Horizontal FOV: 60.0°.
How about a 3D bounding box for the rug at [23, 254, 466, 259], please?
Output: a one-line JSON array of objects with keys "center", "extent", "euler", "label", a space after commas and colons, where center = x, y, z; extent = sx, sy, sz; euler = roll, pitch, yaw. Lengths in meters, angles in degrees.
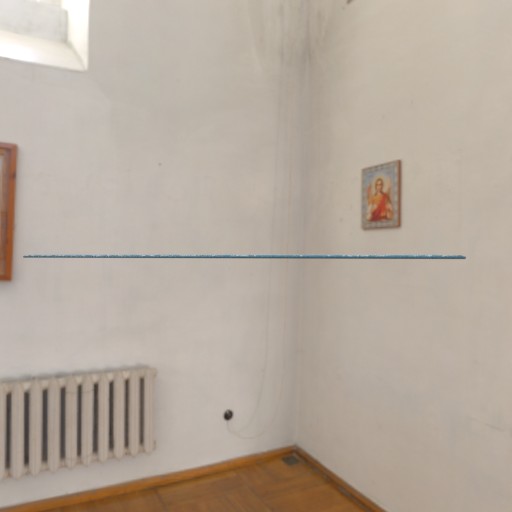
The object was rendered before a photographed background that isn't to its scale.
[{"center": [0.000, 0.000, 3.454], "extent": [2.746, 0.018, 1.816], "euler": [0, 0, 18], "label": "rug"}]
